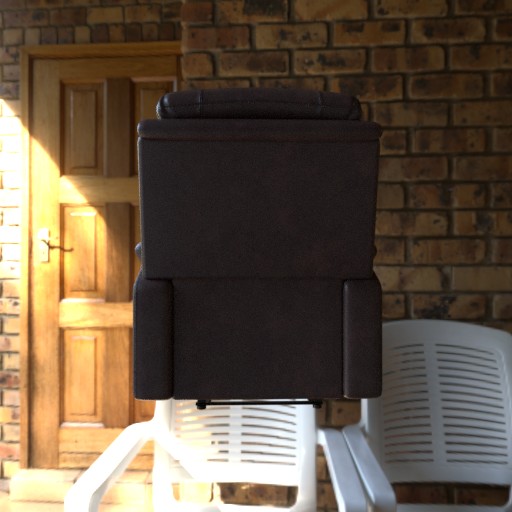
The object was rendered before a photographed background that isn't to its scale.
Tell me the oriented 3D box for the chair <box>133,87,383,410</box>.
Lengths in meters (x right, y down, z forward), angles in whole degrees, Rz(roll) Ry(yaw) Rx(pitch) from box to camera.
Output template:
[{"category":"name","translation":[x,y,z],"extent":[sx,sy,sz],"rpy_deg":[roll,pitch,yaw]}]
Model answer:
[{"category":"chair","translation":[0.000,0.000,1.685],"extent":[0.855,0.992,0.919],"rpy_deg":[0,0,-2]}]
